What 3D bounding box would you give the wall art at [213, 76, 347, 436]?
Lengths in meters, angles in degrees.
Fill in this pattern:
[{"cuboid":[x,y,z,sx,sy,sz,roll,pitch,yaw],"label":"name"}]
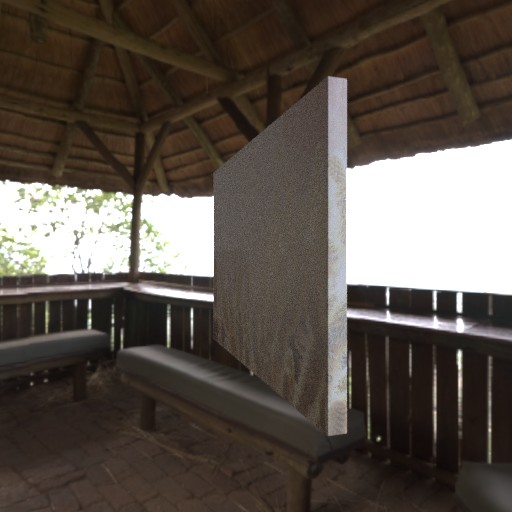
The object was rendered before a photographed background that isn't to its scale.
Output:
[{"cuboid":[0.000,0.000,1.189,0.040,0.608,0.916,0,0,-18],"label":"wall art"}]
